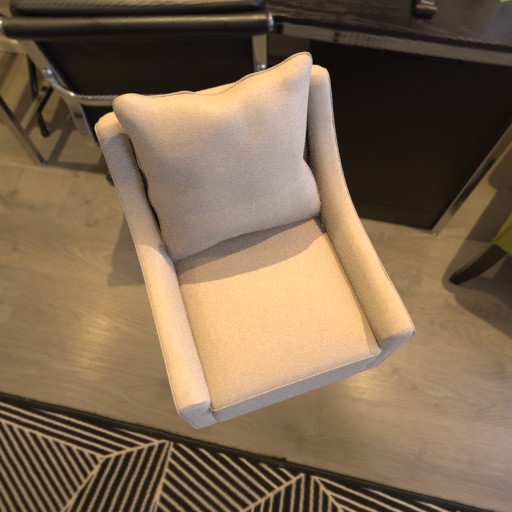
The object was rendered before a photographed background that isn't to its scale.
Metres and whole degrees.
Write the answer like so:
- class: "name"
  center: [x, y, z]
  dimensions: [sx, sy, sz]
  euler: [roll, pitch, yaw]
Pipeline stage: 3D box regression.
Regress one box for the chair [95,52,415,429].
- class: "chair"
  center: [0.000, 0.000, 1.516]
  dimensions: [0.760, 0.942, 0.876]
  euler: [-17, 65, -8]
